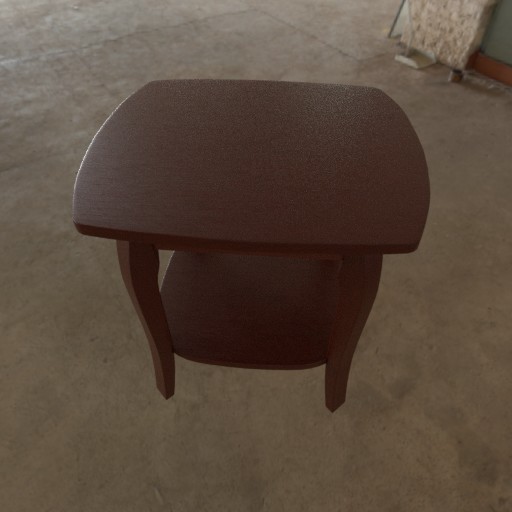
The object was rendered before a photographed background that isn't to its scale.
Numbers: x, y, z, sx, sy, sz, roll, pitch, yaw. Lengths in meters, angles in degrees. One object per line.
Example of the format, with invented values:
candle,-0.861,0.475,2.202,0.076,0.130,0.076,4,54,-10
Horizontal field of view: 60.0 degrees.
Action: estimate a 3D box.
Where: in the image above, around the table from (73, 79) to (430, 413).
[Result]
table,0.000,0.000,0.852,0.502,0.496,0.433,3,46,3
